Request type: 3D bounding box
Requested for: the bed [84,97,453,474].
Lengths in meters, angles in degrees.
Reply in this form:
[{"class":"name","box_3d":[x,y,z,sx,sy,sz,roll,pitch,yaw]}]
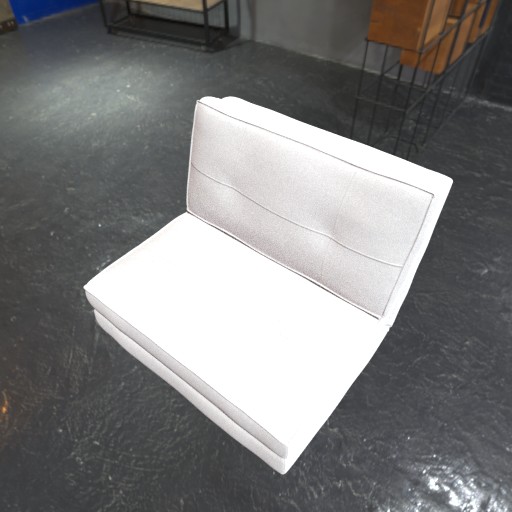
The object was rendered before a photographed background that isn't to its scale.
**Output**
[{"class":"bed","box_3d":[0.000,0.000,1.311,0.799,0.614,0.749,30,52,26]}]
